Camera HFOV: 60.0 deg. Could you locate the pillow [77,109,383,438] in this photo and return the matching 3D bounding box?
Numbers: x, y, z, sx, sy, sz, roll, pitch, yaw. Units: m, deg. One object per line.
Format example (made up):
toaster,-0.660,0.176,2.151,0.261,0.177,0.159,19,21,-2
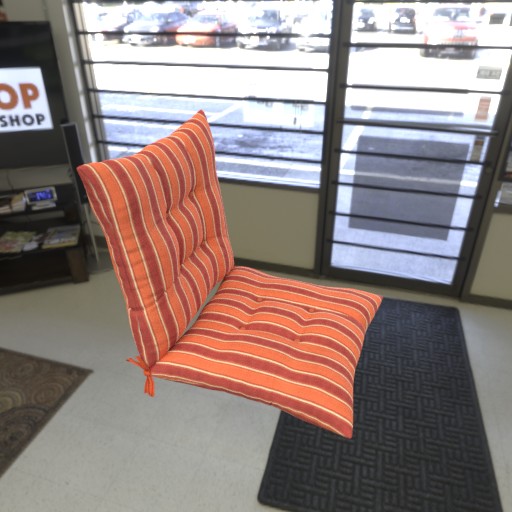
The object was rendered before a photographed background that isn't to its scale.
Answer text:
pillow,0.000,0.000,1.038,0.585,0.536,0.541,10,31,18
